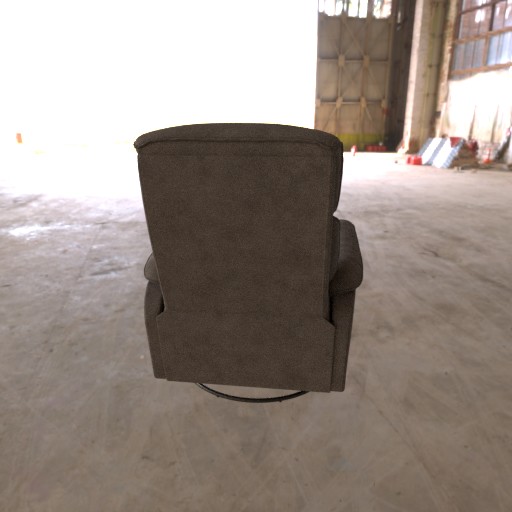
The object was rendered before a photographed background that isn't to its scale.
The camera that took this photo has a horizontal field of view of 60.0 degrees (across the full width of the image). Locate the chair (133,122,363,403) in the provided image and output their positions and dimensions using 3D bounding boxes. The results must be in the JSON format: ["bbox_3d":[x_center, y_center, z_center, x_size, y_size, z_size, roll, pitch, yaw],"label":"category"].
[{"bbox_3d":[0.000,0.000,1.781,0.830,1.036,1.009,2,17,7],"label":"chair"}]
